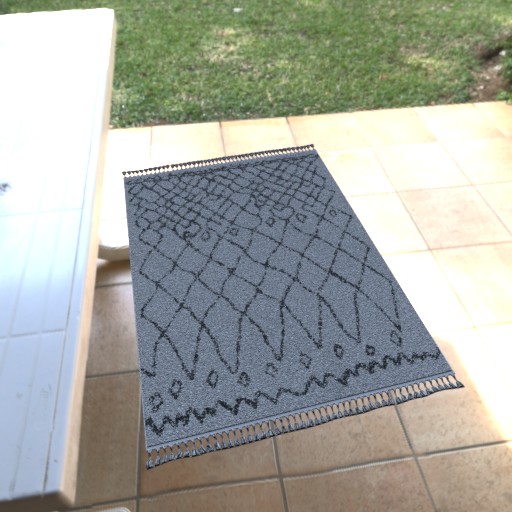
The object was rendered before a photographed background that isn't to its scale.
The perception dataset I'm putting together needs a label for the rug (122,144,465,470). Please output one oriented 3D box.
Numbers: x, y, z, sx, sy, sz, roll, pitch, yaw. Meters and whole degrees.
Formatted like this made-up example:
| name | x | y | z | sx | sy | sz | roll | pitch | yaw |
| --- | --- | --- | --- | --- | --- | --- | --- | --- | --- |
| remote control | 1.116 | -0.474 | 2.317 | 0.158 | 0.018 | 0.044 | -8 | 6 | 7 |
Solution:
| name | x | y | z | sx | sy | sz | roll | pitch | yaw |
| --- | --- | --- | --- | --- | --- | --- | --- | --- | --- |
| rug | 0.000 | 0.000 | 2.894 | 1.613 | 0.017 | 2.312 | -11 | 48 | -10 |
